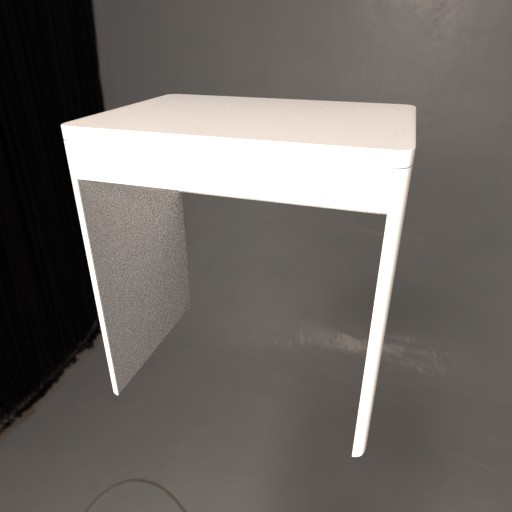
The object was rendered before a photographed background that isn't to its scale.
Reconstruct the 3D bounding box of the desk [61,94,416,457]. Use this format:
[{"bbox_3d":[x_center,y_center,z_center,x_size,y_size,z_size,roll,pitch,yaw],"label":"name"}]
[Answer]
[{"bbox_3d":[0.000,0.000,1.292,0.762,0.800,0.549,8,29,16],"label":"desk"}]
